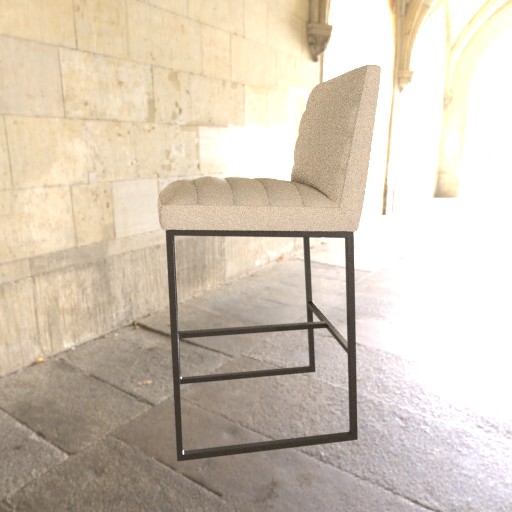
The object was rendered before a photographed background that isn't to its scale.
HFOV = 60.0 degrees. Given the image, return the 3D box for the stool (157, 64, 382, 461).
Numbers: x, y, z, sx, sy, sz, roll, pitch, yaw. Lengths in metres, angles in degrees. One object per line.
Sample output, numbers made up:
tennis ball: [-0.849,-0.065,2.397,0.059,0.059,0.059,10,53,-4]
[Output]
stool: [0.000,0.000,1.371,0.573,1.061,0.464,-2,14,-10]
